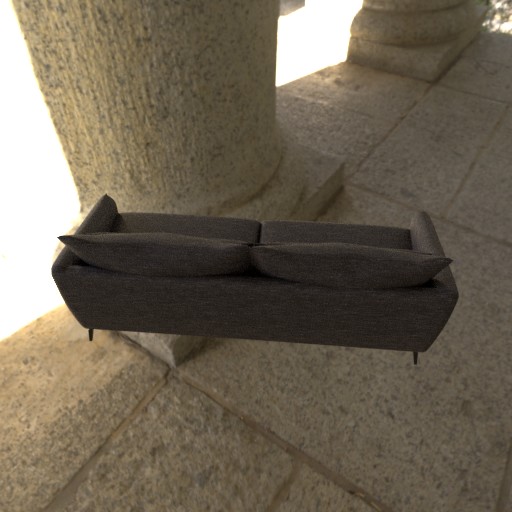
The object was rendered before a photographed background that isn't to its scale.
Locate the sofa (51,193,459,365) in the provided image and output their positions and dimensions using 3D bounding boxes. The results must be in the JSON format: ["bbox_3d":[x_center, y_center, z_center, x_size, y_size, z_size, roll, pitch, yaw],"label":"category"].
[{"bbox_3d":[0.000,0.000,2.431,2.019,0.843,0.807,3,46,3],"label":"sofa"}]
